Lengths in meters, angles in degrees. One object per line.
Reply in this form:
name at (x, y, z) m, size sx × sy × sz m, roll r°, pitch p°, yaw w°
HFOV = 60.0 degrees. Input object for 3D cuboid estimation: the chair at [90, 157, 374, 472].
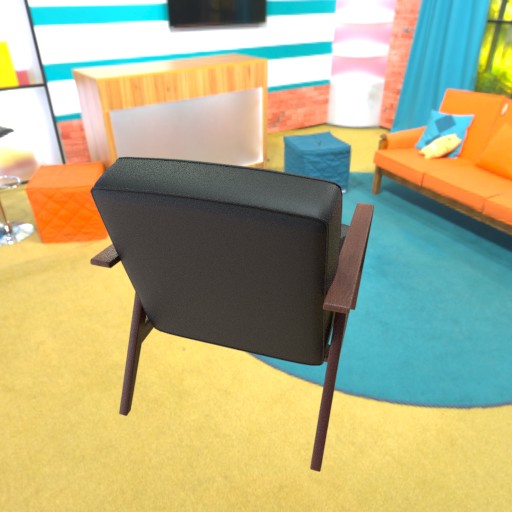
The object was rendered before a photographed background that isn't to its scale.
chair at (0.000, 0.000, 1.539) m, size 0.719 × 0.861 × 0.889 m, roll 10°, pitch 33°, yaw 15°
